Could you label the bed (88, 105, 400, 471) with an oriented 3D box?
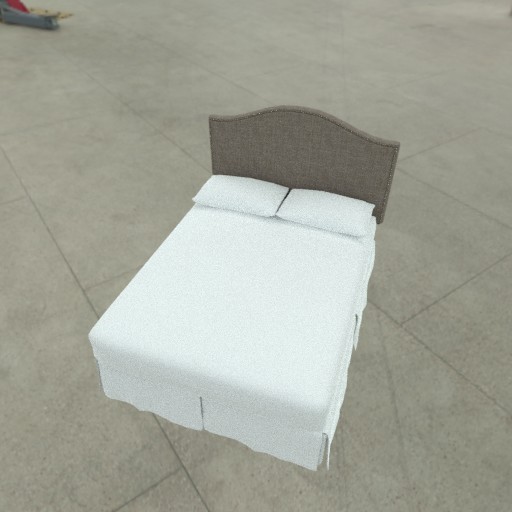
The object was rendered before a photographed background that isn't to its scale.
[{"bbox_3d":[0.000,0.000,3.313,1.713,1.518,2.153,13,42,15],"label":"bed"}]
